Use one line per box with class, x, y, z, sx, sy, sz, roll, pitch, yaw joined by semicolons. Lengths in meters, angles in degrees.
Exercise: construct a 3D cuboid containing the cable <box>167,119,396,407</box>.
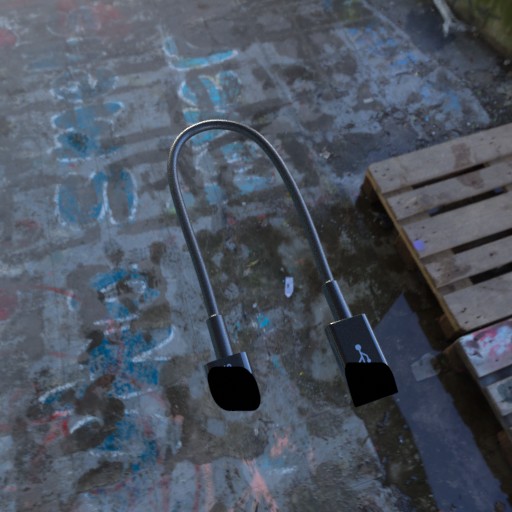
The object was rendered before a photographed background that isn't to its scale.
cable;0.000;0.000;0.116;0.040;0.006;0.098;-16;64;-8
